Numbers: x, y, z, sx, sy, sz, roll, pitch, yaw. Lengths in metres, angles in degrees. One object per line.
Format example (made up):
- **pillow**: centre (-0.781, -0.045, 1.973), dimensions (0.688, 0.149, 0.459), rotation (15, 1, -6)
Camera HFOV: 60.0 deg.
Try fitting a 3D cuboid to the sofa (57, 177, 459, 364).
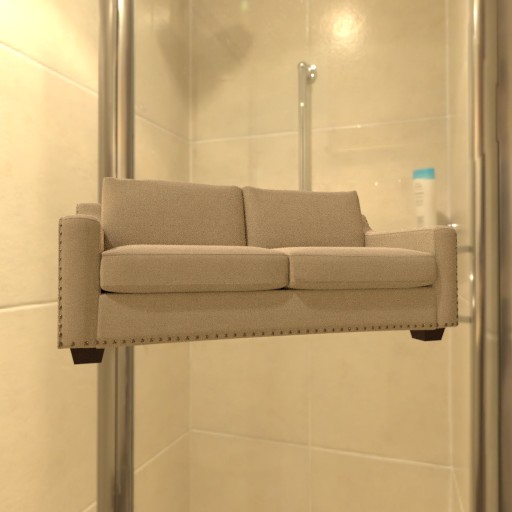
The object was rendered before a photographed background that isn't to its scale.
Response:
- **sofa**: centre (0.000, 0.000, 2.693), dimensions (2.107, 0.983, 1.104), rotation (0, -1, -18)
